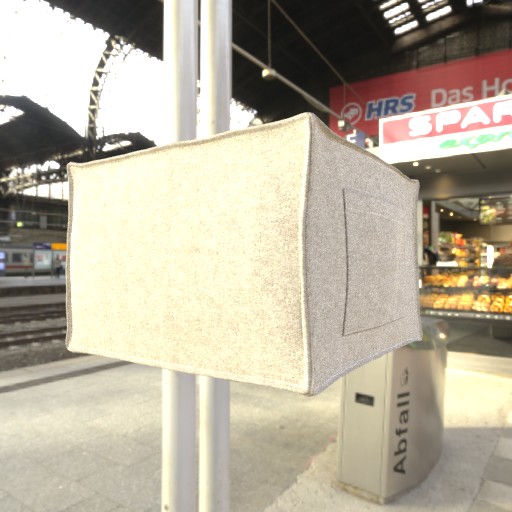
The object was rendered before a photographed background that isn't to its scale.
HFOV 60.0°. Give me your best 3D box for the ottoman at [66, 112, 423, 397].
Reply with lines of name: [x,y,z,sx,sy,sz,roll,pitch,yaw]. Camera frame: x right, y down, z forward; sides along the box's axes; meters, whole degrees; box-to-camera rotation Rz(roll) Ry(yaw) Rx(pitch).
ottoman: [0.000,0.000,1.156,0.696,0.470,0.707,-1,-1,34]
